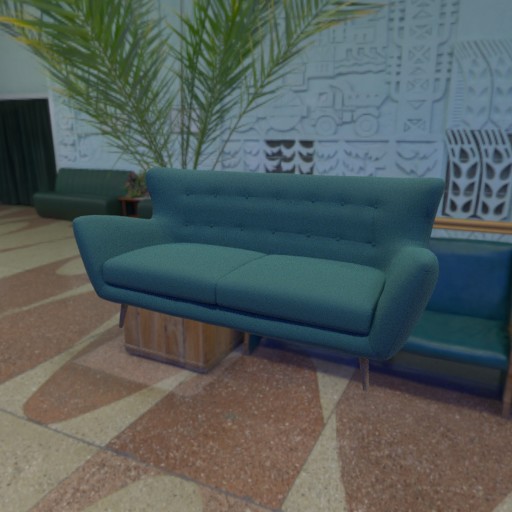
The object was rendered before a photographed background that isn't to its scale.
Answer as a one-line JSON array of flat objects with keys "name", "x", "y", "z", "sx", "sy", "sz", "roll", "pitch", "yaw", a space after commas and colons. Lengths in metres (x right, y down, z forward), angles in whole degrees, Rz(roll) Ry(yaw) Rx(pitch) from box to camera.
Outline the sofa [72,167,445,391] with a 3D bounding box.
[{"name": "sofa", "x": 0.000, "y": 0.000, "z": 2.456, "sx": 1.930, "sy": 0.890, "sz": 0.889, "roll": 8, "pitch": 17, "yaw": 27}]
